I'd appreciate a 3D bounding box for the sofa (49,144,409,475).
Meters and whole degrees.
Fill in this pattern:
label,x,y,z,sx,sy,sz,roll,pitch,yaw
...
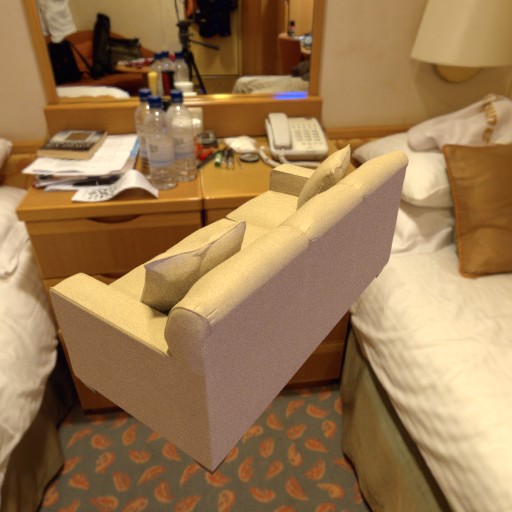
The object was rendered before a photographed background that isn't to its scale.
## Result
label,x,y,z,sx,sy,sz,roll,pitch,yaw
sofa,0.000,0.000,2.564,0.997,0.958,2.024,20,37,29
